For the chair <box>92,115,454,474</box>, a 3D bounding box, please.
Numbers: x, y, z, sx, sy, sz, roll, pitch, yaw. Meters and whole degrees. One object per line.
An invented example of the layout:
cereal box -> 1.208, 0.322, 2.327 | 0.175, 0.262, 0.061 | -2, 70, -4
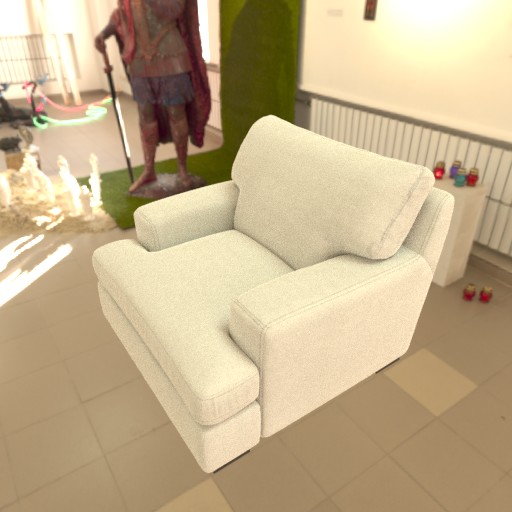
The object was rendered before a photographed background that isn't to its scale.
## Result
chair -> 0.000, 0.000, 1.943 | 1.158, 0.930, 1.140 | -20, 36, -29
